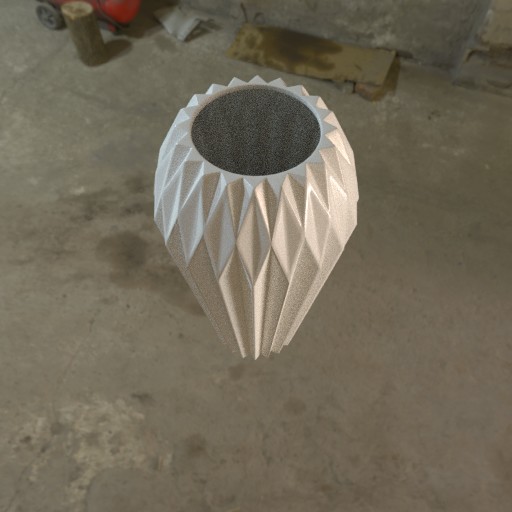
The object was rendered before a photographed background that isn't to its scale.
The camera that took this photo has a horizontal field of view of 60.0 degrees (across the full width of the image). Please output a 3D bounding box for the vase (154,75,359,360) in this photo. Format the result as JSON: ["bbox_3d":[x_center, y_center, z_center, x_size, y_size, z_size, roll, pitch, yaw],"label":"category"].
[{"bbox_3d":[0.000,0.000,0.350,0.133,0.263,0.133,0,58,0],"label":"vase"}]
